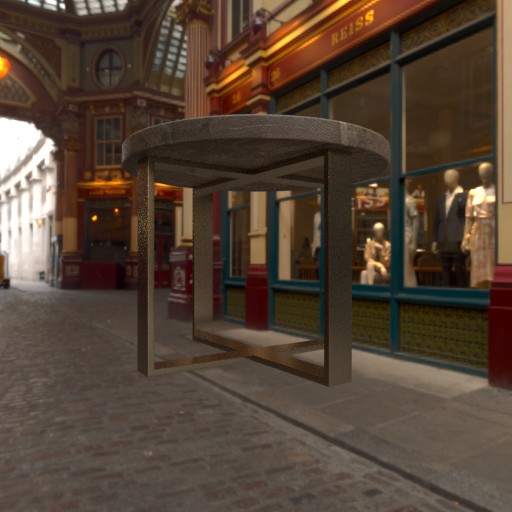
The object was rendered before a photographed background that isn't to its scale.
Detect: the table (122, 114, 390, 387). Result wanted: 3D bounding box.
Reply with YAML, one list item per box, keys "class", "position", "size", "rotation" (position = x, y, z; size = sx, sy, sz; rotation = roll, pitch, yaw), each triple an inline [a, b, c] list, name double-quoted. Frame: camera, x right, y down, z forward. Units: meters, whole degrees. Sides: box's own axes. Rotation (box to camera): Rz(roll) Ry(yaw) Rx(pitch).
- class: "table"
  position: [0.000, 0.000, 0.963]
  size: [0.557, 0.437, 0.557]
  rotation: [0, 0, 0]
